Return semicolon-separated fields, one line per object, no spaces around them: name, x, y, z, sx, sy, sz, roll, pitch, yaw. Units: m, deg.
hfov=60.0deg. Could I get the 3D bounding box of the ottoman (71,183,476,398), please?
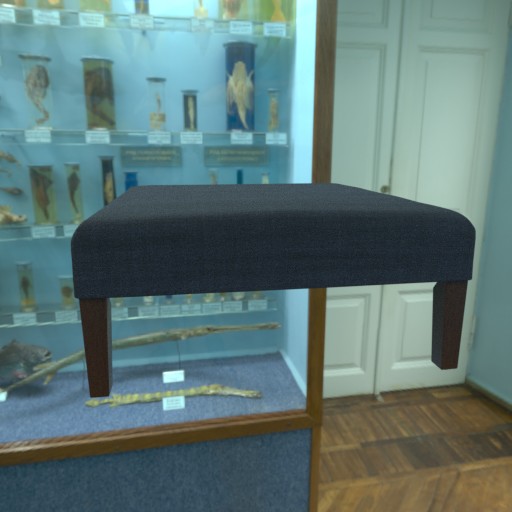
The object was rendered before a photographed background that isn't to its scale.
ottoman;0.000;0.000;1.395;0.890;0.411;0.889;-2;14;-9
